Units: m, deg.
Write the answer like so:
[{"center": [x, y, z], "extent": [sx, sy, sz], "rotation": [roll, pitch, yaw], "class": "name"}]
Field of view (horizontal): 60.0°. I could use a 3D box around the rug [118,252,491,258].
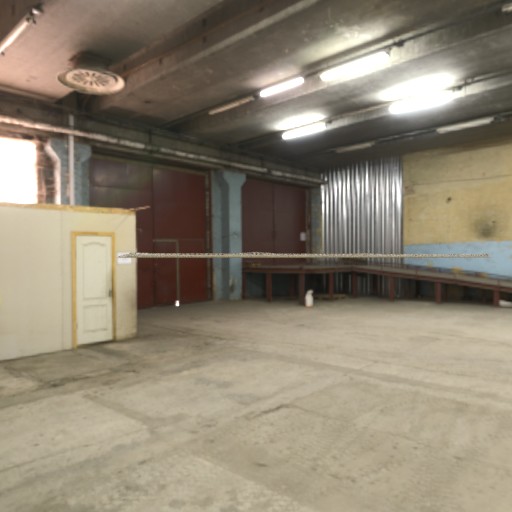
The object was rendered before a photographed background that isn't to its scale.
[{"center": [0.000, 0.000, 4.139], "extent": [2.429, 0.030, 3.052], "rotation": [0, 0, -18], "class": "rug"}]
